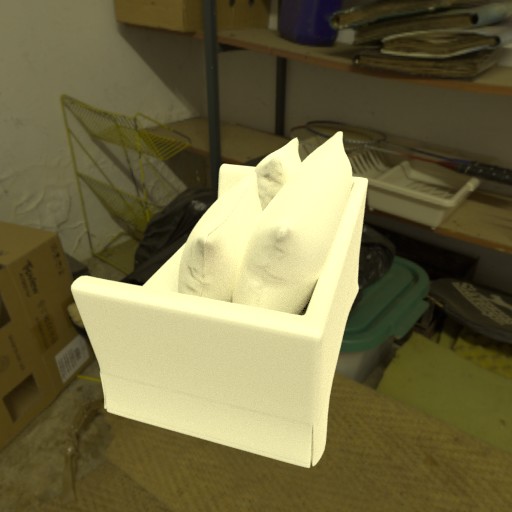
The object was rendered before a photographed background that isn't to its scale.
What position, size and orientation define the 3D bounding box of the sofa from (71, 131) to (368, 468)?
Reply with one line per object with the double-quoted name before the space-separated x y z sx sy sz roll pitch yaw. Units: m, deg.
"sofa" 0.000 0.000 2.315 1.026 1.039 1.608 9 30 15
